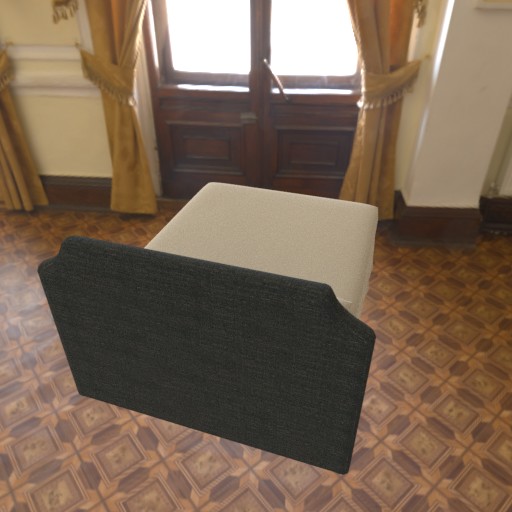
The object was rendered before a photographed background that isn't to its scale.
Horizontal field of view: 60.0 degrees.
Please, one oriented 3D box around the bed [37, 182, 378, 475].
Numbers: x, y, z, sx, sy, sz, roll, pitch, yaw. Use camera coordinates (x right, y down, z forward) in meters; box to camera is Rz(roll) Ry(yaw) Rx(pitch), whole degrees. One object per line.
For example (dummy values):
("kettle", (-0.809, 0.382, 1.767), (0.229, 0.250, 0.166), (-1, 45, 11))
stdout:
("bed", (0.000, 0.000, 3.272), (1.828, 1.297, 2.208), (11, 36, 15))
